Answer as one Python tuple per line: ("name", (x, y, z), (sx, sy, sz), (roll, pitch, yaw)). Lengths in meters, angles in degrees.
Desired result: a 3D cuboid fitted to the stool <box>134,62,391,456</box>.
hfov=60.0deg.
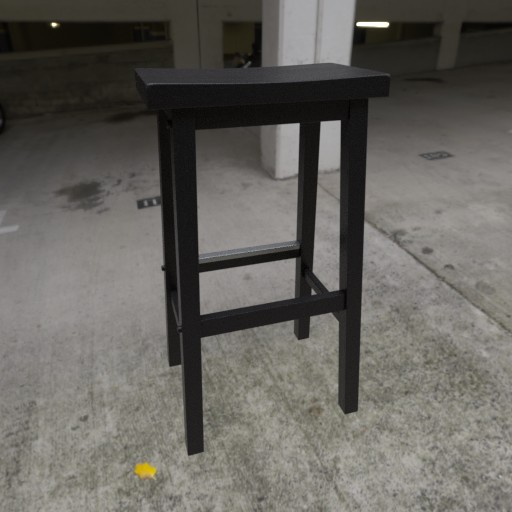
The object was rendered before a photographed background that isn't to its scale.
("stool", (0.000, 0.000, 0.958), (0.406, 0.742, 0.322), (-9, 29, -15))
